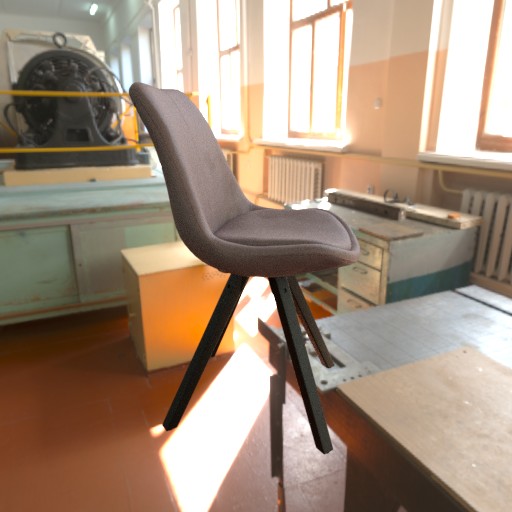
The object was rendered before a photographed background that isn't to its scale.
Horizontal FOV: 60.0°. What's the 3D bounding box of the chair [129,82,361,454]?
[{"bbox_3d":[0.000,0.000,1.196,0.547,0.865,0.483,3,17,10],"label":"chair"}]
